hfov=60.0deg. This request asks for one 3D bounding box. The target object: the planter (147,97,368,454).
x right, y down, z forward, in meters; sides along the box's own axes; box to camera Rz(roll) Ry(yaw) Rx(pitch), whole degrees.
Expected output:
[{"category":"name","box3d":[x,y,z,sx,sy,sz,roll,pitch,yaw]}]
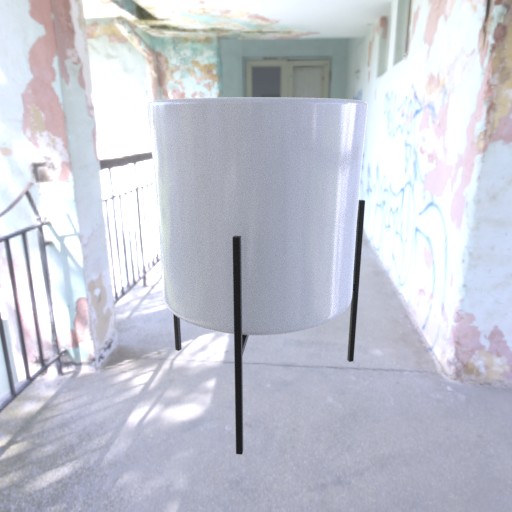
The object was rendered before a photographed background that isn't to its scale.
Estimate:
[{"category":"planter","box3d":[0.000,0.000,0.730,0.360,0.480,0.361,2,17,7]}]
